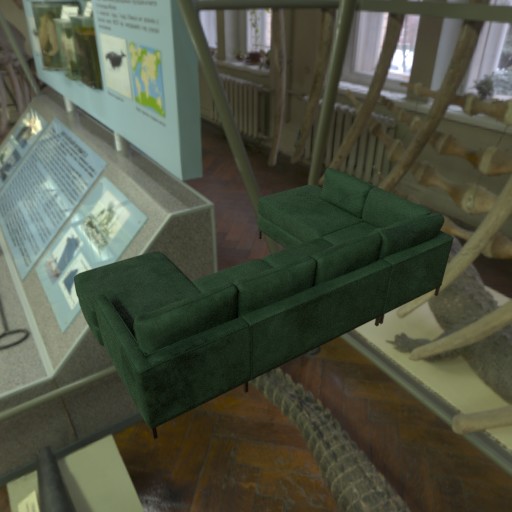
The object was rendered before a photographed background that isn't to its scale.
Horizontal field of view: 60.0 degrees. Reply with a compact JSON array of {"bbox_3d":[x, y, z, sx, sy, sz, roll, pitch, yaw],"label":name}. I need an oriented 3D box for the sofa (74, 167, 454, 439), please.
[{"bbox_3d":[0.000,0.000,4.014,2.994,0.861,1.992,-19,35,-29],"label":"sofa"}]
